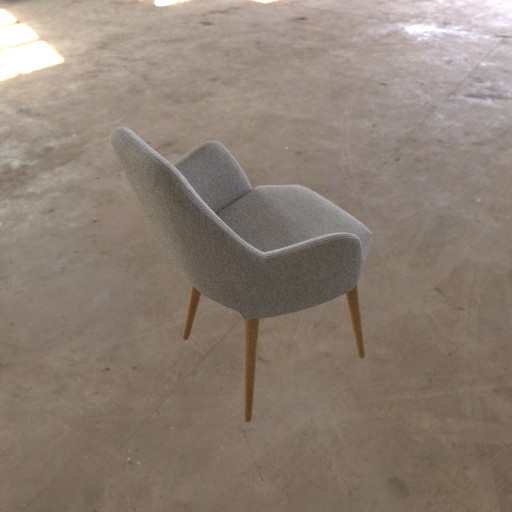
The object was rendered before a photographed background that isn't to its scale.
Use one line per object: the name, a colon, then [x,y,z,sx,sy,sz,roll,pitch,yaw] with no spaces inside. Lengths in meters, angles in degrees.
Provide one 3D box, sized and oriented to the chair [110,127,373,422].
chair: [0.000,0.000,1.240,0.610,0.840,0.590,-25,46,-27]
